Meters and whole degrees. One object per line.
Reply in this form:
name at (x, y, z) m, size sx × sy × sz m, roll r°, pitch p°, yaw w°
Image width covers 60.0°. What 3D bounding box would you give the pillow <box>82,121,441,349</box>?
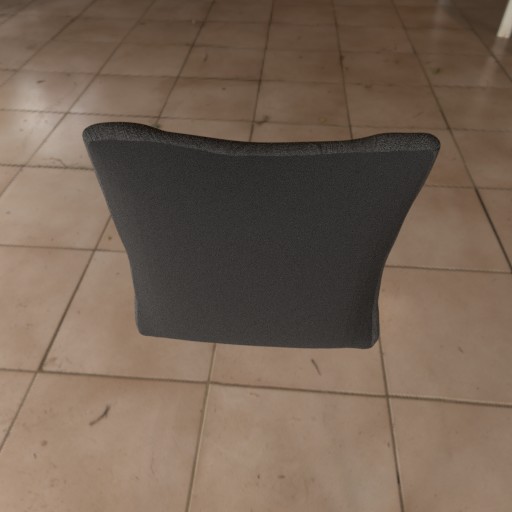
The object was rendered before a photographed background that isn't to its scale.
pillow at (0.000, 0.000, 0.815) m, size 0.533 × 0.523 × 0.210 m, roll 2°, pitch 45°, yaw 2°
